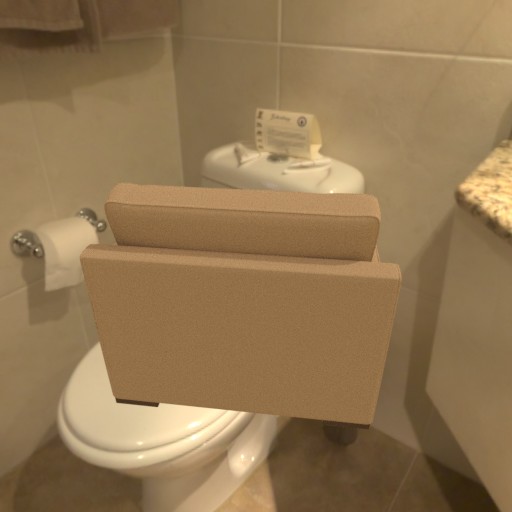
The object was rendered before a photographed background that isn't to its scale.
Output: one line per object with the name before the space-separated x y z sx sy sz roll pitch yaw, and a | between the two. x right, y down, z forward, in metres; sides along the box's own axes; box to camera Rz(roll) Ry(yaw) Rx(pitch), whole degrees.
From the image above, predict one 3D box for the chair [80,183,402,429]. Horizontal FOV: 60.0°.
chair | 0.000 0.000 2.179 1.293 1.005 1.274 0 31 0
